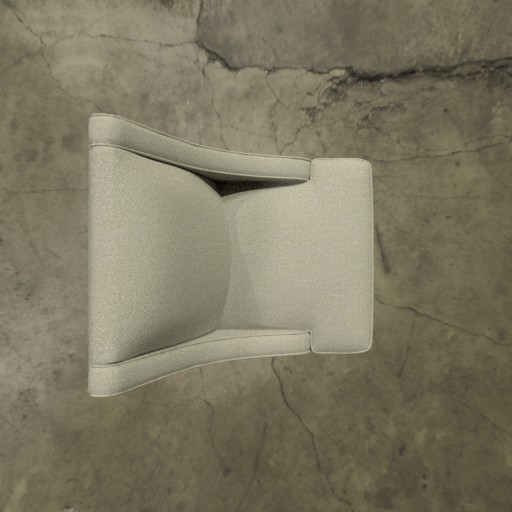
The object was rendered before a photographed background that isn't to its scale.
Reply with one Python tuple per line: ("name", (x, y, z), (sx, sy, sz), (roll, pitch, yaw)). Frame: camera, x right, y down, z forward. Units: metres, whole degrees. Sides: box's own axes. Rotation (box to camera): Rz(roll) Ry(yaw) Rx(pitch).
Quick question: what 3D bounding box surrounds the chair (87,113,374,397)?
("chair", (0.000, 0.000, 1.388), (0.748, 0.872, 0.628), (0, 90, 0))
